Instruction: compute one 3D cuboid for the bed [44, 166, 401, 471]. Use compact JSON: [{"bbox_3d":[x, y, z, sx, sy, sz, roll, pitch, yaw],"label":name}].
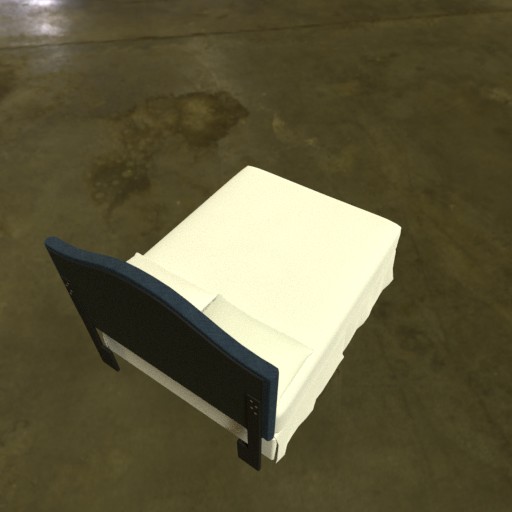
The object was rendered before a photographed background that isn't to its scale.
[{"bbox_3d":[0.000,0.000,3.357,1.713,1.518,2.153,26,52,22],"label":"bed"}]
